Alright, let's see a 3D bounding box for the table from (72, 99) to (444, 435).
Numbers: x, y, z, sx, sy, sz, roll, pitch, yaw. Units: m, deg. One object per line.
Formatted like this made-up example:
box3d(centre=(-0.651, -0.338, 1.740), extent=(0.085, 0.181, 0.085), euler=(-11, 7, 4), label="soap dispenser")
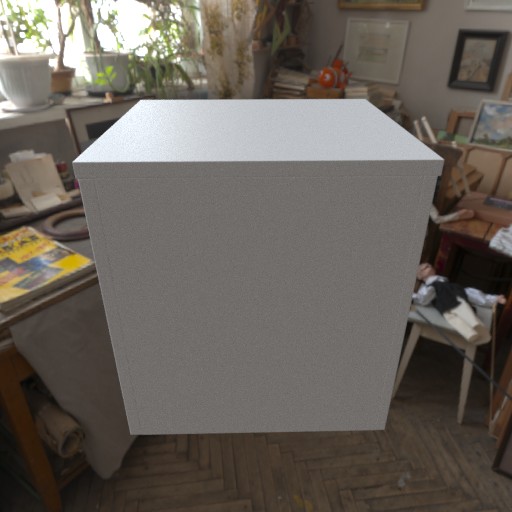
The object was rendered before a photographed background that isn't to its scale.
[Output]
box3d(centre=(0.000, 0.000, 0.778), extent=(0.420, 0.460, 0.380), euler=(-1, 29, -1), label="table")
